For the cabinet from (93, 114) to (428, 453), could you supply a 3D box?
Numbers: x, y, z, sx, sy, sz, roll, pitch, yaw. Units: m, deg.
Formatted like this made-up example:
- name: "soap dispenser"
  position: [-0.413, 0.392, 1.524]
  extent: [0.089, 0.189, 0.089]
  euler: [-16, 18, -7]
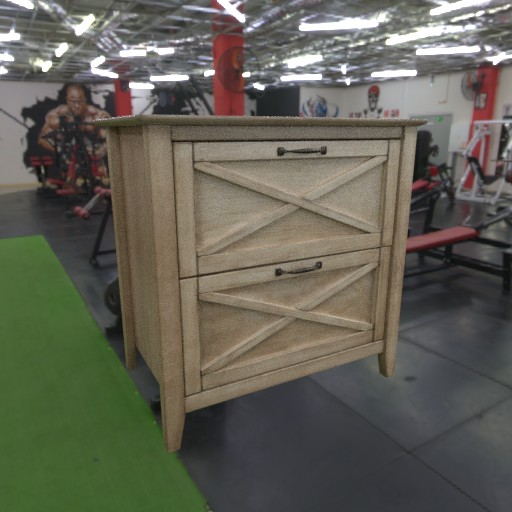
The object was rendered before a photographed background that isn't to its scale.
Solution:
- name: "cabinet"
  position: [0.000, 0.000, 1.295]
  extent: [0.763, 0.762, 0.503]
  euler: [-8, 18, -27]
